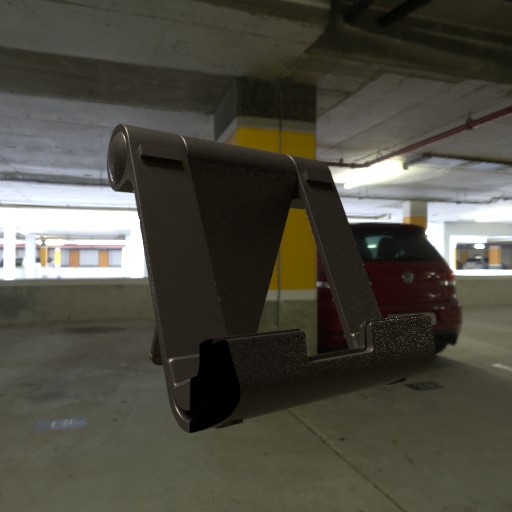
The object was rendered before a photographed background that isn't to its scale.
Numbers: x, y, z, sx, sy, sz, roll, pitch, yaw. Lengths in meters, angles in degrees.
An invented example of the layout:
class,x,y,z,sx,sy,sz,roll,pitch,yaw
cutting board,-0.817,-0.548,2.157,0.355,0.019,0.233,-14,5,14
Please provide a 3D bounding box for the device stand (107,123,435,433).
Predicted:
class,x,y,z,sx,sy,sz,roll,pitch,yaw
device stand,0.000,0.000,0.152,0.088,0.084,0.079,1,-1,-36
